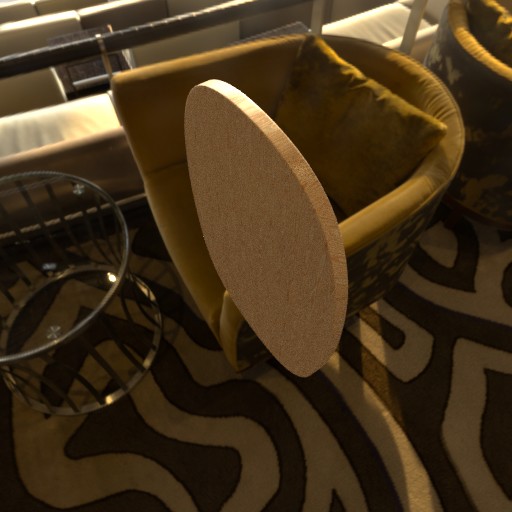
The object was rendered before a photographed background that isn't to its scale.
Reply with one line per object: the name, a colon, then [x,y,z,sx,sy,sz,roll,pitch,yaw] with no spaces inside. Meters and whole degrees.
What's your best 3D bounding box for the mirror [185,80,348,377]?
mirror: [0.000,0.000,1.353,0.037,1.075,0.724,-30,62,-18]
